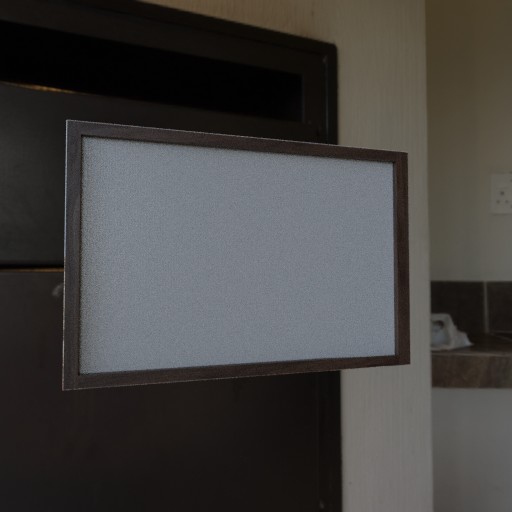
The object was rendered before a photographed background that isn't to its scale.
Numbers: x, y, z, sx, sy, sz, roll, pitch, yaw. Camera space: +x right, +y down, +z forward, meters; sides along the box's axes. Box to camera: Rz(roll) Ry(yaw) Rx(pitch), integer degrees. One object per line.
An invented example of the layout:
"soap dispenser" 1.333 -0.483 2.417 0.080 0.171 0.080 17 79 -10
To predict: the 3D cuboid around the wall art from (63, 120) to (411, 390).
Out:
"wall art" 0.000 0.000 1.913 1.520 1.016 0.051 1 -2 -17
